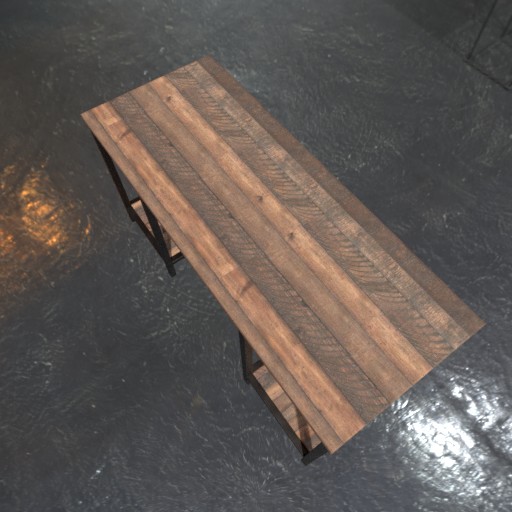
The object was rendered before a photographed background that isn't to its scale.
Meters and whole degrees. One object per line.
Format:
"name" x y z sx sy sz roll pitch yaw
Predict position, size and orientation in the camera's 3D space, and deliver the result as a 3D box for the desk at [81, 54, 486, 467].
"desk" 0.000 0.000 1.893 0.617 0.753 1.538 -33 66 -16
